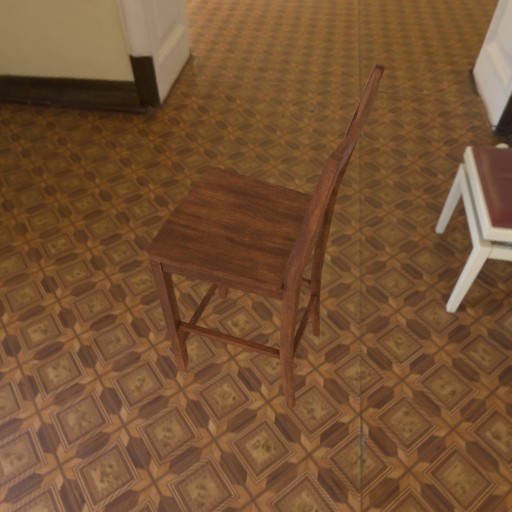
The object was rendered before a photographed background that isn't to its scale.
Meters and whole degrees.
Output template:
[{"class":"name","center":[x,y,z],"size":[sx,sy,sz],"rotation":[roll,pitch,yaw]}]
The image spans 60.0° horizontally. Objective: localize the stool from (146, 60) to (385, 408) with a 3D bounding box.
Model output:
[{"class":"stool","center":[0.000,0.000,1.358],"size":[0.504,1.098,0.426],"rotation":[16,49,15]}]
